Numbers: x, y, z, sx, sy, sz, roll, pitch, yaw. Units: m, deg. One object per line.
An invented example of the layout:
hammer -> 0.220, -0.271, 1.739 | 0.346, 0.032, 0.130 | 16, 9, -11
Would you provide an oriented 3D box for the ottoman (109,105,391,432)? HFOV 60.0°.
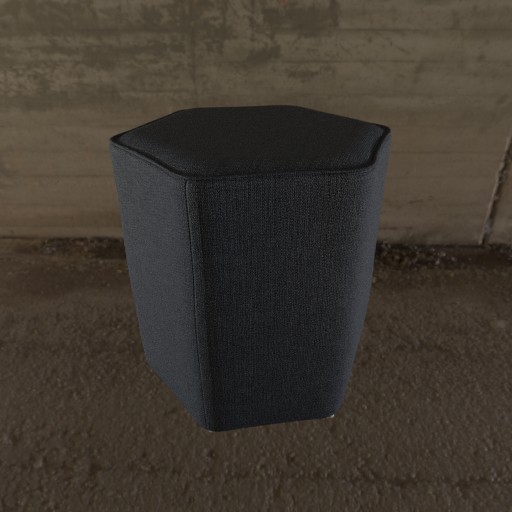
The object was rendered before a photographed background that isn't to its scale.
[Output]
ottoman -> 0.000, 0.000, 0.877 | 0.454, 0.505, 0.492 | -19, 35, -30
